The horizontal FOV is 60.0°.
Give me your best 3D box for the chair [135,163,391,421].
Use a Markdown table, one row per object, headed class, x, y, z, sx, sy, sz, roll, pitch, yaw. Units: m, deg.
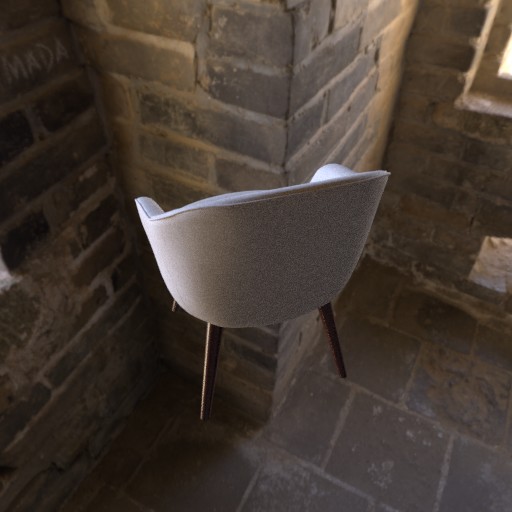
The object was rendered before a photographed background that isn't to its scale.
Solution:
| class | x | y | z | sx | sy | sz | roll | pitch | yaw |
| --- | --- | --- | --- | --- | --- | --- | --- | --- | --- |
| chair | 0.000 | 0.000 | 1.280 | 0.596 | 0.823 | 0.635 | -13 | 42 | -14 |
